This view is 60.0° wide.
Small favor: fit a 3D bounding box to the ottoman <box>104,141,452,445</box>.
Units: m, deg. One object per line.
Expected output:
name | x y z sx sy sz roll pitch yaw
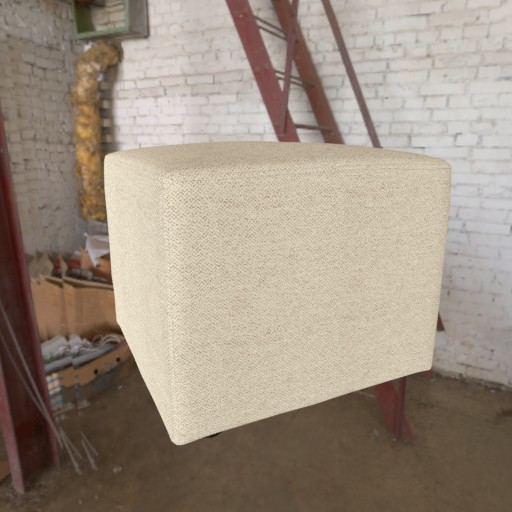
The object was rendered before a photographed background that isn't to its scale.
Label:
ottoman | 0.000 0.000 0.906 0.512 0.453 0.521 -7 17 -25
